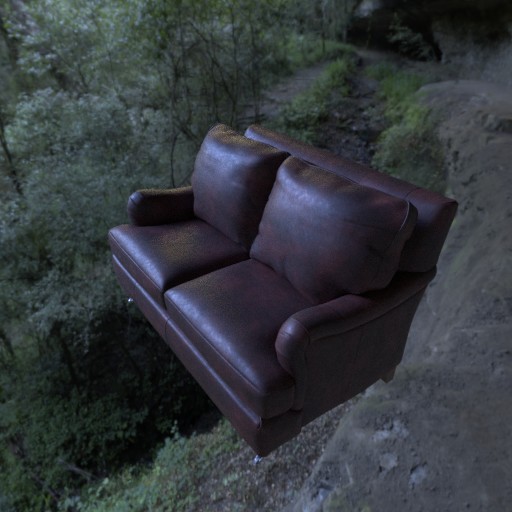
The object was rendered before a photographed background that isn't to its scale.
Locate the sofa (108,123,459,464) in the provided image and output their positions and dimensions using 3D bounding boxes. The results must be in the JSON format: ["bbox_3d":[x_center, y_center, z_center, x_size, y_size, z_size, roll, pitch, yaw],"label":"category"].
[{"bbox_3d":[0.000,0.000,2.414,1.148,1.070,1.628,-21,38,-30],"label":"sofa"}]
